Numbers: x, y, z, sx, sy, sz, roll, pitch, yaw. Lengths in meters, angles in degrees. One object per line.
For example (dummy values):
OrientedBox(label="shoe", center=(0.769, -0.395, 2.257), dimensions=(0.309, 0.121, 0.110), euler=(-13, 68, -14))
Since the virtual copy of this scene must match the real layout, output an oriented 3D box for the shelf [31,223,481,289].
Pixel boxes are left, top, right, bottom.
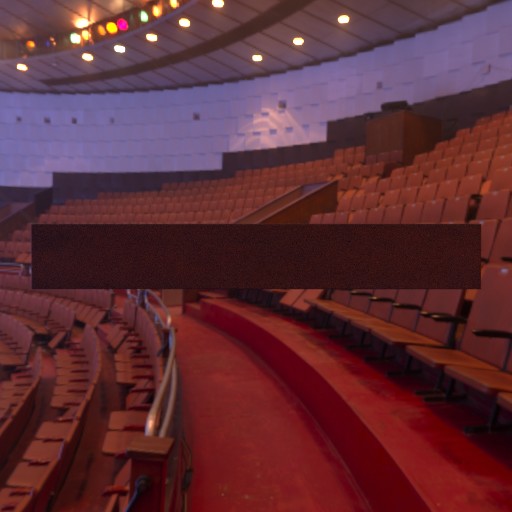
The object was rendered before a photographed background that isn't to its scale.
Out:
OrientedBox(label="shelf", center=(0.000, 0.000, 0.673), dimensions=(0.607, 0.088, 0.152), euler=(0, 1, 0))
